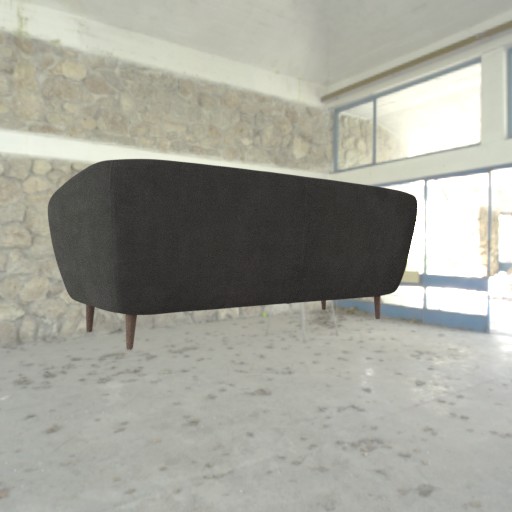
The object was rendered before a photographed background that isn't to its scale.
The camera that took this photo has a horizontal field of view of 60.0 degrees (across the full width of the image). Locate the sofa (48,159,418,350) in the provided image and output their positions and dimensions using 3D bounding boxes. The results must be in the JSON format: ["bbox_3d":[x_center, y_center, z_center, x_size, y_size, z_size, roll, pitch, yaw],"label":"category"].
[{"bbox_3d":[0.000,0.000,2.771,2.296,0.875,0.956,0,0,-34],"label":"sofa"}]
